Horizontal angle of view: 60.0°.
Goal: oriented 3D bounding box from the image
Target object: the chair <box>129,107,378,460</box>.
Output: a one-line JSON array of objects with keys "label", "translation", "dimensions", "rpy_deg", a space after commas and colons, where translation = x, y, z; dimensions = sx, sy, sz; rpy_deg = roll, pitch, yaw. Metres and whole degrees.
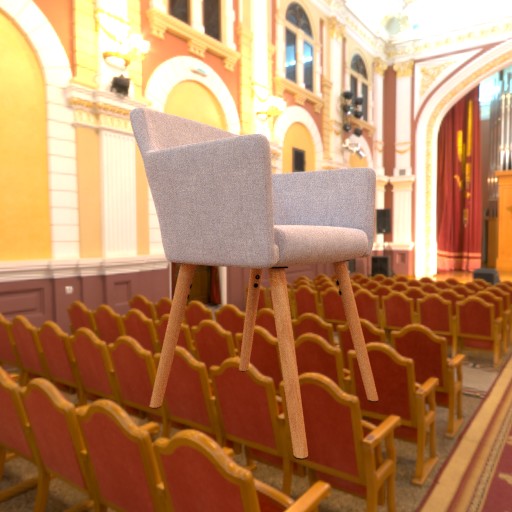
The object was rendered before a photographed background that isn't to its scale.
[{"label": "chair", "translation": [0.000, 0.000, 1.180], "dimensions": [0.540, 0.780, 0.570], "rpy_deg": [2, 4, 36]}]
